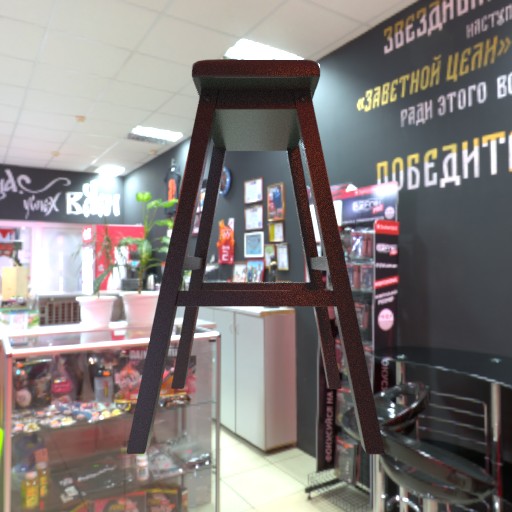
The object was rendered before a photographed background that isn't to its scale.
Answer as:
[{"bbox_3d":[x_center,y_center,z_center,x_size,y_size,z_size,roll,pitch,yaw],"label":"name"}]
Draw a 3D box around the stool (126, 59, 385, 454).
[{"bbox_3d":[0.000,0.000,1.050,0.476,0.737,0.457,0,-1,0],"label":"stool"}]
